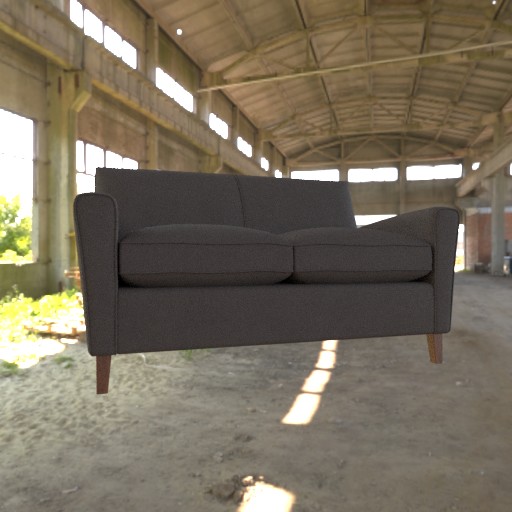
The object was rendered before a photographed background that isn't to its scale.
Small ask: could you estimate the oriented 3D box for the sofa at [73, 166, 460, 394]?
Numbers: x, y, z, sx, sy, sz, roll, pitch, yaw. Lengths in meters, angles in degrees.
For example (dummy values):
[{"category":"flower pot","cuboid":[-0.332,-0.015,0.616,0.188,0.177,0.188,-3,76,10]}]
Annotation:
[{"category":"sofa","cuboid":[0.000,0.000,1.932,1.420,0.846,0.871,0,0,-18]}]
